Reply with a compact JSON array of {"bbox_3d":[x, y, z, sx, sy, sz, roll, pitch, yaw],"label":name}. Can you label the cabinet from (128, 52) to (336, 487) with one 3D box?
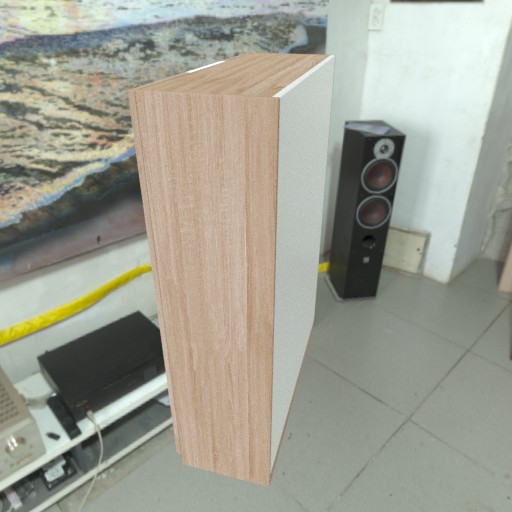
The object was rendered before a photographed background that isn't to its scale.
[{"bbox_3d":[0.000,0.000,2.696,0.590,2.120,1.500,8,31,14],"label":"cabinet"}]
